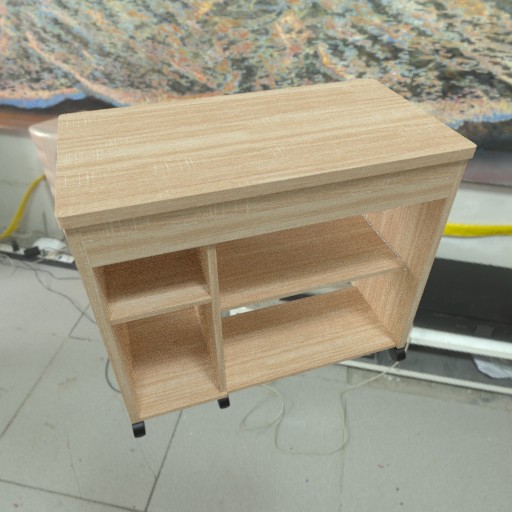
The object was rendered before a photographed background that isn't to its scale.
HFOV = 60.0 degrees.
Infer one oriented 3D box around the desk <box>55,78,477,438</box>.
[{"bbox_3d":[0.000,0.000,1.287,0.884,0.770,0.480,-12,42,-14],"label":"desk"}]
